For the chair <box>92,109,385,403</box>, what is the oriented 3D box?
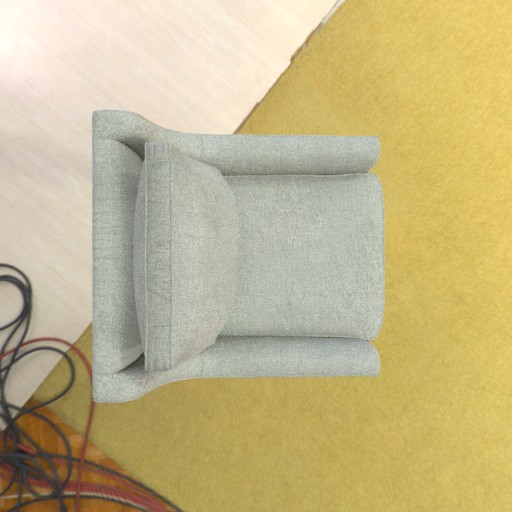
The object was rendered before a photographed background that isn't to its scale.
[{"bbox_3d":[0.000,0.000,1.572,0.918,0.864,0.838,0,90,1],"label":"chair"}]
